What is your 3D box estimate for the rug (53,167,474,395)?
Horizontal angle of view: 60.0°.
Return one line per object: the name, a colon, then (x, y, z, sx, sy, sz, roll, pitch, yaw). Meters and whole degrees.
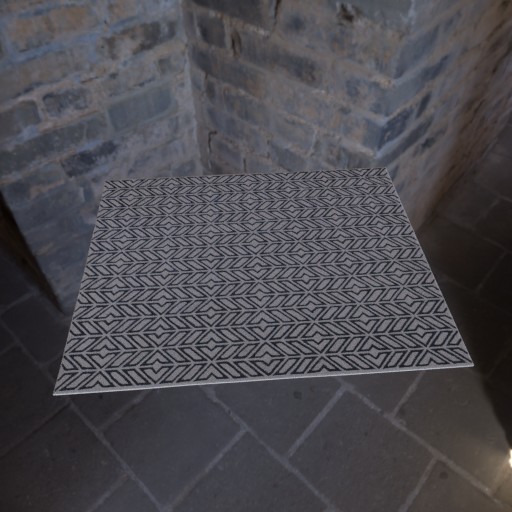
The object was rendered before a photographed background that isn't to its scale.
rug: (0.000, 0.000, 4.002, 3.045, 0.008, 2.421, -3, 48, -3)
